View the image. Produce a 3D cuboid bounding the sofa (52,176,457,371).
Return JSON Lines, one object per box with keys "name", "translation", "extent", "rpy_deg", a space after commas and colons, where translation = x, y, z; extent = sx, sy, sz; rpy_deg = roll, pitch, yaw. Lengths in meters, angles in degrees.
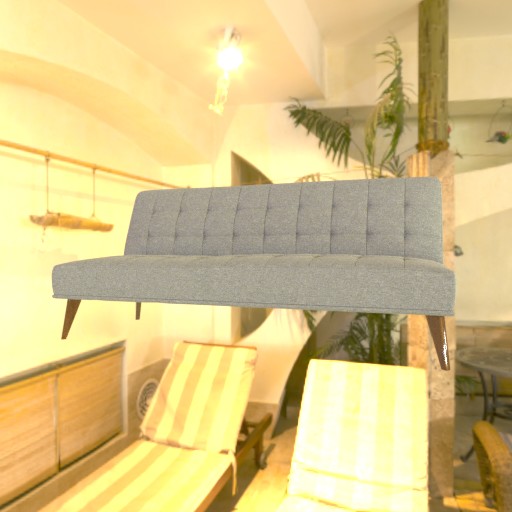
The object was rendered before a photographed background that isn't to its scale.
{"name": "sofa", "translation": [0.000, 0.000, 2.253], "extent": [1.800, 0.810, 0.860], "rpy_deg": [0, 1, 19]}
